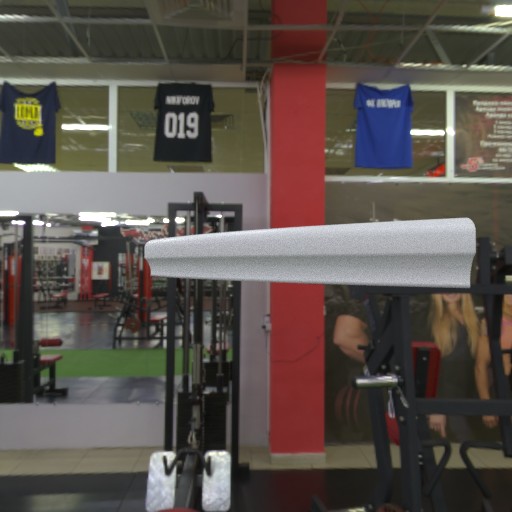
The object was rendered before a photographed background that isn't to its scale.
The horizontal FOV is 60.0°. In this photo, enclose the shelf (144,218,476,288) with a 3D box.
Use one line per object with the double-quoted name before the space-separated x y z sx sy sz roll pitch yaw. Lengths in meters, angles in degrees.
"shelf" 0.000 0.000 0.459 0.310 0.050 0.310 0 -1 0
